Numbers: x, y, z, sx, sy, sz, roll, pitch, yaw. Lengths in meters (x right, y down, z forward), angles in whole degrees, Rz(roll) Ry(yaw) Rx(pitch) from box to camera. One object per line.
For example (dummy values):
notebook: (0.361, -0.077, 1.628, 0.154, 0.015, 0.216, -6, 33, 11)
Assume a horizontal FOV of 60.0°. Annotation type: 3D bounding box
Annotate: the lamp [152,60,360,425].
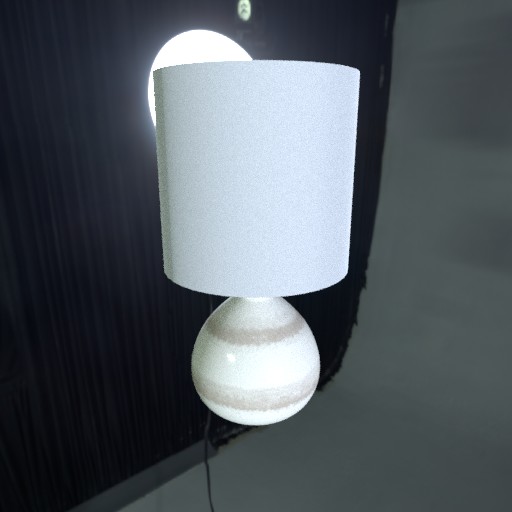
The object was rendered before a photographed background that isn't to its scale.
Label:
lamp: (0.000, 0.000, 0.529, 0.217, 0.404, 0.217, -16, 23, -43)
